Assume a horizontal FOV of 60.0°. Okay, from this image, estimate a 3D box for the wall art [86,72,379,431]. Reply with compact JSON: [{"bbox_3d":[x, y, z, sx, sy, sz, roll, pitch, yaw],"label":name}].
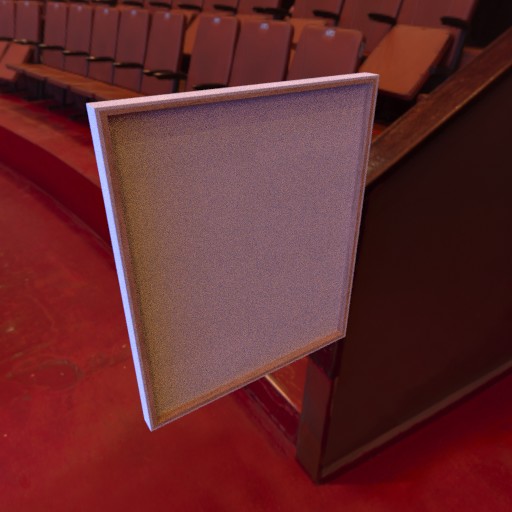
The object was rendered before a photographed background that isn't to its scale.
[{"bbox_3d":[0.000,0.000,0.838,0.508,0.606,0.037,-18,35,-29],"label":"wall art"}]
